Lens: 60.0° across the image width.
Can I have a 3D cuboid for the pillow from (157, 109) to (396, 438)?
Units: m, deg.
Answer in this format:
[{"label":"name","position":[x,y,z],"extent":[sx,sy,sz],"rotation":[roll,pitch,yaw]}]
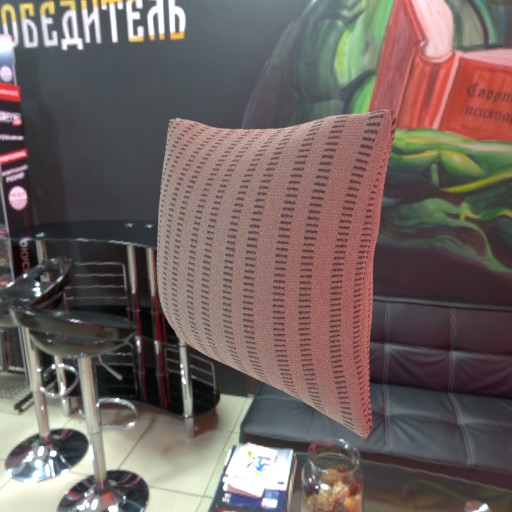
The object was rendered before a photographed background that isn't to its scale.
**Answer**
[{"label":"pillow","position":[0.000,0.000,0.687],"extent":[0.247,0.419,0.438],"rotation":[-14,21,-42]}]
